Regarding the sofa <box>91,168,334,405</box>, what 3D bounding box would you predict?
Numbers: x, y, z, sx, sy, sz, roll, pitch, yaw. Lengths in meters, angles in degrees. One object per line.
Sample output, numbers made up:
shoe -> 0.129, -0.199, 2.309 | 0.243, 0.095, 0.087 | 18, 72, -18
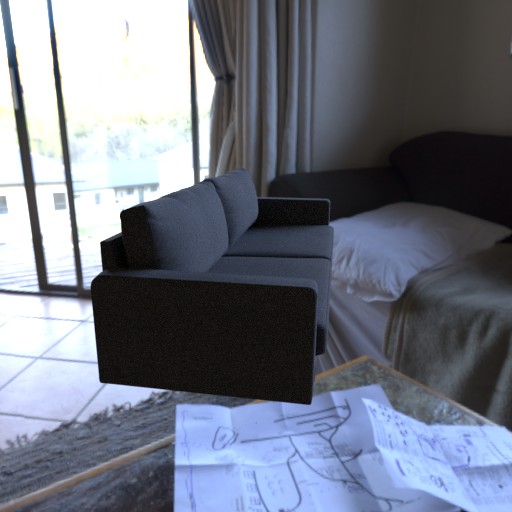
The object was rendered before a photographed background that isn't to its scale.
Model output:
sofa -> 0.000, 0.000, 2.594 | 0.880, 0.880, 2.100 | 3, 16, 10
